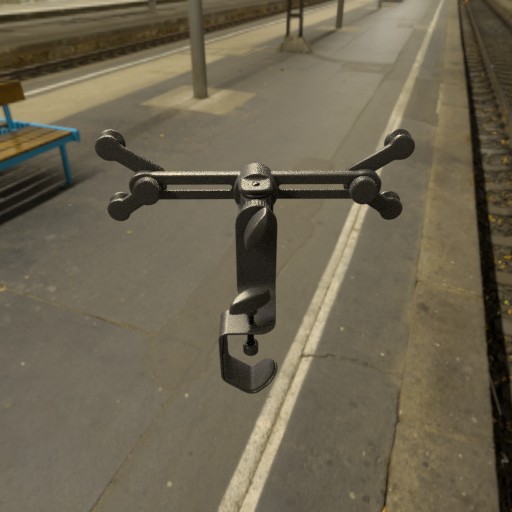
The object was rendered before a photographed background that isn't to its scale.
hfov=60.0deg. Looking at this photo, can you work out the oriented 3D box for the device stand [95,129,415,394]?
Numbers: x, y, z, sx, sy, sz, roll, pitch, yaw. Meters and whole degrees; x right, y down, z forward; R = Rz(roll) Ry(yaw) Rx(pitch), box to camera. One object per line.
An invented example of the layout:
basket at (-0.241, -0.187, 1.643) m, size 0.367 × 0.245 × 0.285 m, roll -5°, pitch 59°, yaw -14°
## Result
device stand at (0.000, 0.000, 0.362) m, size 0.270 × 0.166 × 0.142 m, roll 0°, pitch 33°, yaw 0°
